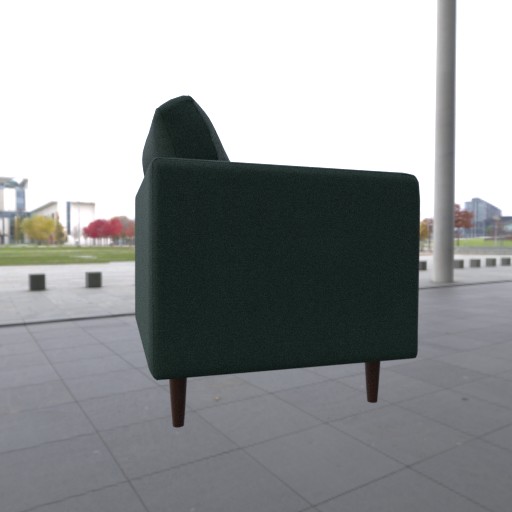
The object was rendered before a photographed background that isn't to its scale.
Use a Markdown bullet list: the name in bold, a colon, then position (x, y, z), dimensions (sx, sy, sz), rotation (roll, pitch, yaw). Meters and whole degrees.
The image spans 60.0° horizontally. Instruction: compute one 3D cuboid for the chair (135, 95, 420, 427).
- **chair**: position (0.000, 0.000, 1.571), dimensions (0.800, 0.927, 0.855), rotation (-1, 2, -18)
